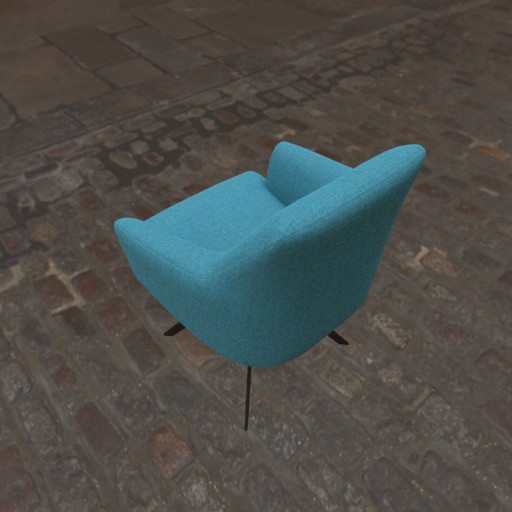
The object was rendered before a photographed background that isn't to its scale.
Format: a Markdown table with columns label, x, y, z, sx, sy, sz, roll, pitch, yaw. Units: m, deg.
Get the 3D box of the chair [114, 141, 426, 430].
| label | x | y | z | sx | sy | sz | roll | pitch | yaw |
| --- | --- | --- | --- | --- | --- | --- | --- | --- | --- |
| chair | 0.000 | 0.000 | 1.317 | 0.642 | 0.874 | 0.677 | -32 | 53 | -27 |
